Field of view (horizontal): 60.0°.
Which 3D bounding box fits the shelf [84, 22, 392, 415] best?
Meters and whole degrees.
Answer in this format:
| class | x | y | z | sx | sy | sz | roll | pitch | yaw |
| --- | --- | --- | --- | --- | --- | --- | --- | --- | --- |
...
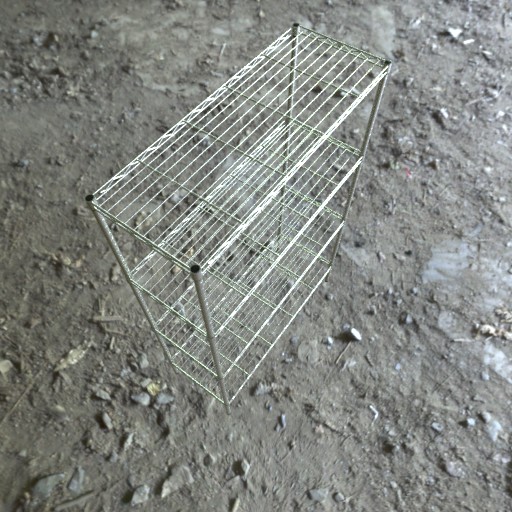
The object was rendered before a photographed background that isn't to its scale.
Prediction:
| class | x | y | z | sx | sy | sz | roll | pitch | yaw |
| --- | --- | --- | --- | --- | --- | --- | --- | --- | --- |
| shelf | 0.000 | 0.000 | 1.759 | 0.352 | 1.360 | 0.907 | 32 | 63 | 18 |
